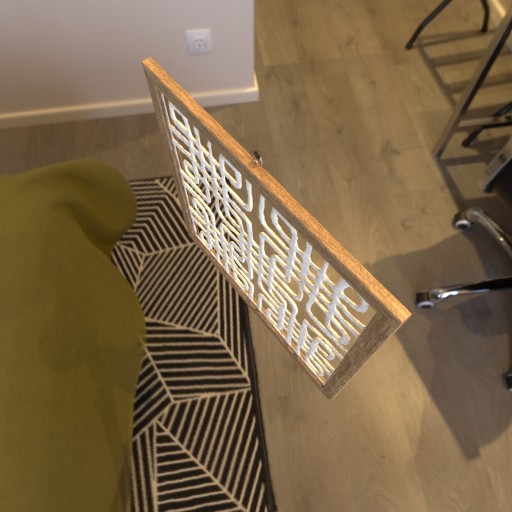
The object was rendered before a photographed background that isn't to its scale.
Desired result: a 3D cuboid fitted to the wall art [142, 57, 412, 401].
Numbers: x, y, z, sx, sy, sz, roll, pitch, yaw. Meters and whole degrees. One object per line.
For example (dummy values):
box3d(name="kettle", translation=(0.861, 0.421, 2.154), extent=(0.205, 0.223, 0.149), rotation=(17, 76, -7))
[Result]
box3d(name="wall art", translation=(0.000, 0.000, 0.853), extent=(0.021, 0.582, 0.561), rotation=(-36, 68, -17))
